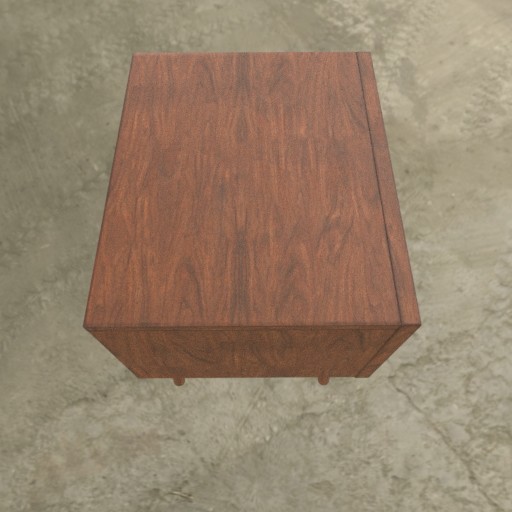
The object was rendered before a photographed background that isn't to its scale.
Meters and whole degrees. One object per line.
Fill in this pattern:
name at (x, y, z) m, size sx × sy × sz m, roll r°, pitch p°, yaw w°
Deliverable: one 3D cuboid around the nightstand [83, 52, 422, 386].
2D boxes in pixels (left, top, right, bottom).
nightstand at (0.000, 0.000, 0.954) m, size 0.445 × 0.607 × 0.521 m, roll 0°, pitch 62°, yaw 0°
